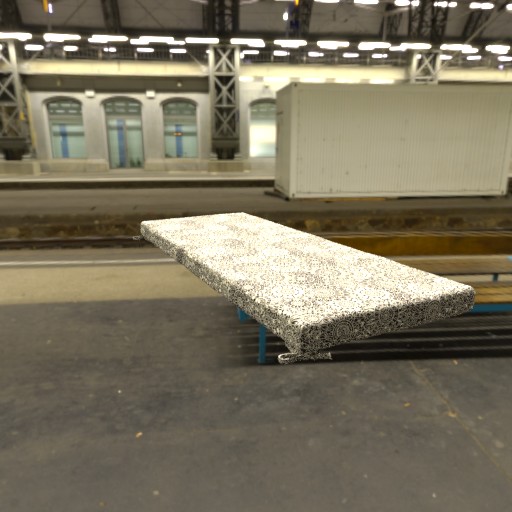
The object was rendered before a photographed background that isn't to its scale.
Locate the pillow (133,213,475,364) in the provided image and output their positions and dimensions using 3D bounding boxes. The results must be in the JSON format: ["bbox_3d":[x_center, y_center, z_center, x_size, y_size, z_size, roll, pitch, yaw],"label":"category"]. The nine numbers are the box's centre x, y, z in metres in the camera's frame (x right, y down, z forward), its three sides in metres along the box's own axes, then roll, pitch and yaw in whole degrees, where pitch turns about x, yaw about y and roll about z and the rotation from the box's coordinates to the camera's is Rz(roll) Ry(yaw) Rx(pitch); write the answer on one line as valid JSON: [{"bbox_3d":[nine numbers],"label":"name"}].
[{"bbox_3d":[0.000,0.000,1.346,0.492,0.081,1.187,-8,17,-27],"label":"pillow"}]
